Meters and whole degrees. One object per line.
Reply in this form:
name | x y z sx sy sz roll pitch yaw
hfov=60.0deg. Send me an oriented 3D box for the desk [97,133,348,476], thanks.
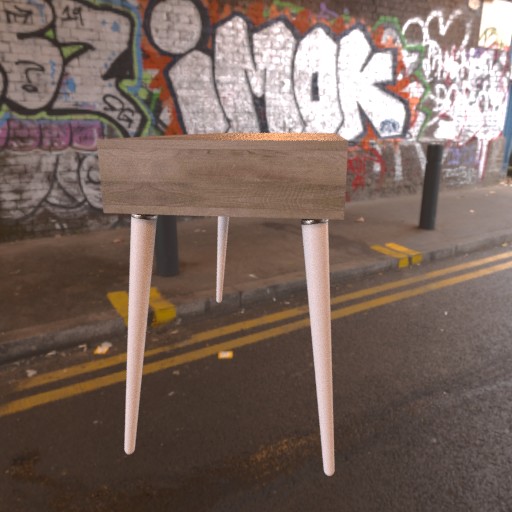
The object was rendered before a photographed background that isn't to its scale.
desk | 0.000 0.000 1.375 0.491 0.723 0.979 2 16 8
